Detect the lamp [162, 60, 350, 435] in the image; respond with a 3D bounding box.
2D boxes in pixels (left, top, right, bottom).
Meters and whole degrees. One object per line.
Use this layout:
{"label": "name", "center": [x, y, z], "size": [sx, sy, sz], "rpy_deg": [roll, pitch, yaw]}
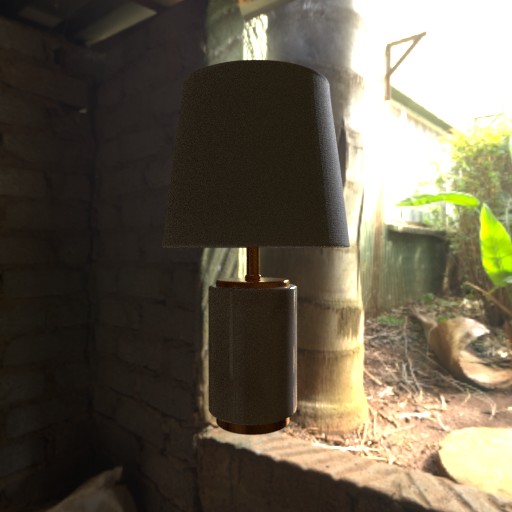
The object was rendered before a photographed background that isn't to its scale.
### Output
{"label": "lamp", "center": [0.000, 0.000, 0.457], "size": [0.189, 0.340, 0.189], "rpy_deg": [0, 1, 0]}
